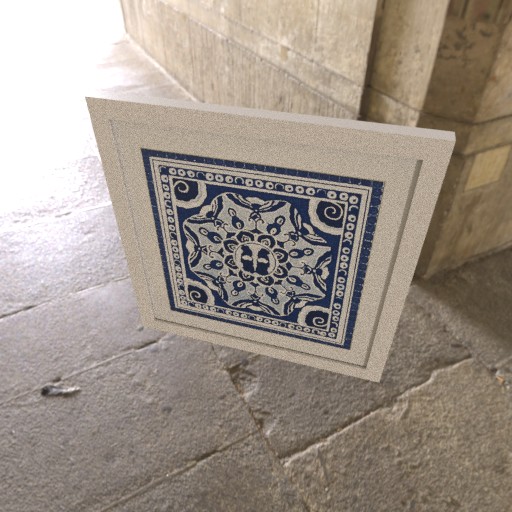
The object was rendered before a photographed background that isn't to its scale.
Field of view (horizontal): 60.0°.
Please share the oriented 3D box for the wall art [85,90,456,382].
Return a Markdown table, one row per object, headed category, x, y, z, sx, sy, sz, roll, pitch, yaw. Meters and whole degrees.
| category | x | y | z | sx | sy | sz | roll | pitch | yaw |
| --- | --- | --- | --- | --- | --- | --- | --- | --- | --- |
| wall art | 0.000 | 0.000 | 0.838 | 0.559 | 0.559 | 0.028 | 11 | 42 | 12 |
